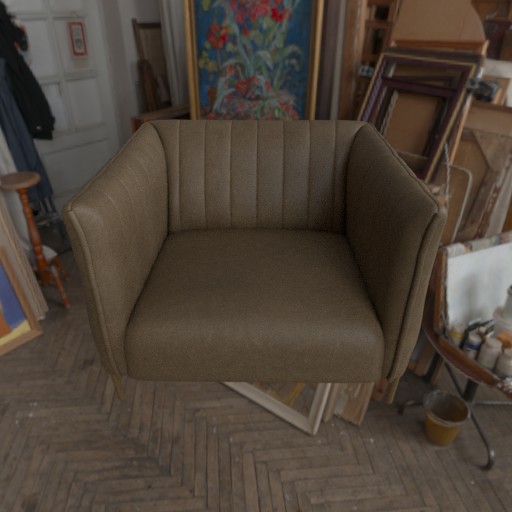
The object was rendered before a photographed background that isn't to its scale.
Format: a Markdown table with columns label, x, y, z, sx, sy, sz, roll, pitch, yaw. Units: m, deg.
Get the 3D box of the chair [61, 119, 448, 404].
| label | x | y | z | sx | sy | sz | roll | pitch | yaw |
| --- | --- | --- | --- | --- | --- | --- | --- | --- | --- |
| chair | 0.000 | 0.000 | 1.587 | 0.981 | 0.779 | 0.876 | 0 | 30 | 1 |
